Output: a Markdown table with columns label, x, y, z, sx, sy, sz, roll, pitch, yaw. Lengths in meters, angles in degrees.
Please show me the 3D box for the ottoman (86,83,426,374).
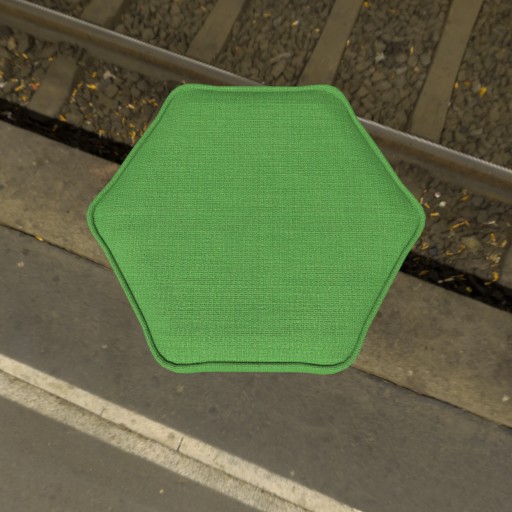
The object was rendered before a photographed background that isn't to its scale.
| label | x | y | z | sx | sy | sz | roll | pitch | yaw |
| --- | --- | --- | --- | --- | --- | --- | --- | --- | --- |
| ottoman | 0.000 | 0.000 | 0.874 | 0.499 | 0.507 | 0.444 | 0 | 76 | 0 |
